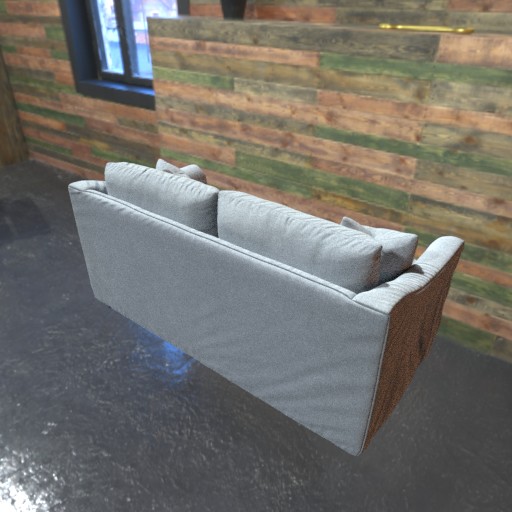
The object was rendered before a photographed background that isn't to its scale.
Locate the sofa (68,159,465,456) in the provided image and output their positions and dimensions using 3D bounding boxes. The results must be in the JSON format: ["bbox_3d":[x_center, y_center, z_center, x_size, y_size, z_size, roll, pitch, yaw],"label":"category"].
[{"bbox_3d":[0.000,0.000,2.602,2.010,1.018,1.072,22,37,32],"label":"sofa"}]
